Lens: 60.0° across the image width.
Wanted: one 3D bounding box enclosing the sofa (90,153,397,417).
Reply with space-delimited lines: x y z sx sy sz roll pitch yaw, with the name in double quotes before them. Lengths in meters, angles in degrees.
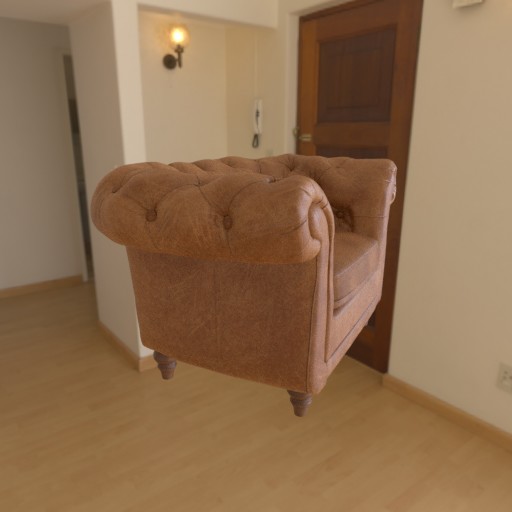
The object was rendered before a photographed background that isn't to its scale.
"sofa" 0.000 0.000 2.047 1.033 0.878 1.405 8 17 27
